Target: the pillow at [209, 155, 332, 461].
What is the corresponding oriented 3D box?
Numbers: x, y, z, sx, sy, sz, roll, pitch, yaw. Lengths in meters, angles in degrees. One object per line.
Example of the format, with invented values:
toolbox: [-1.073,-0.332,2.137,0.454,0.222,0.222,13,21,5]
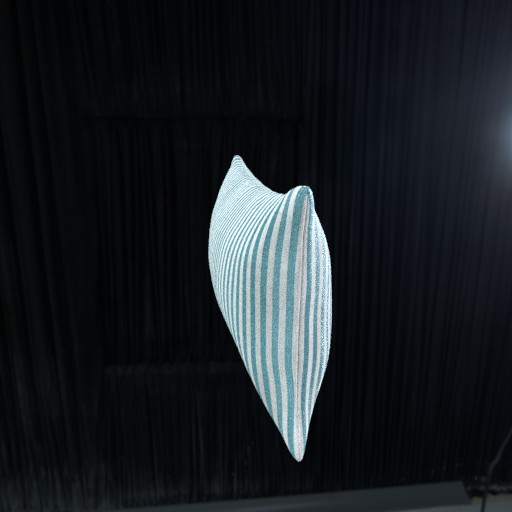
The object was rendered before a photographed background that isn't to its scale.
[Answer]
pillow: [0.000,0.000,0.724,0.151,0.295,0.617,-2,16,-8]
